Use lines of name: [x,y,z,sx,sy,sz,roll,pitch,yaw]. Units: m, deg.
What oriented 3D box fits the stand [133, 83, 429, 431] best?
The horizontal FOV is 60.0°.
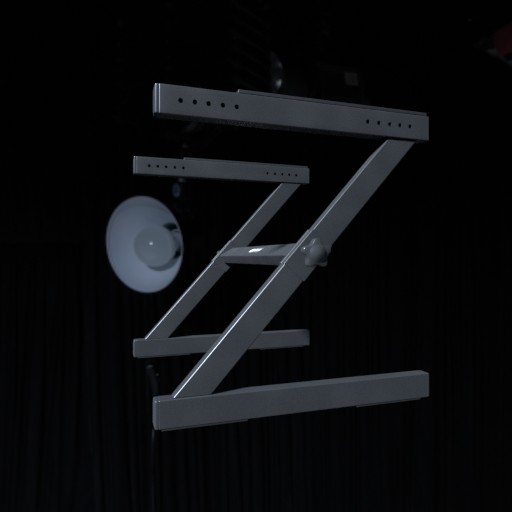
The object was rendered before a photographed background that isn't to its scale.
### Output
stand: [0.000,0.000,1.160,0.586,0.617,0.700,0,0,-19]
